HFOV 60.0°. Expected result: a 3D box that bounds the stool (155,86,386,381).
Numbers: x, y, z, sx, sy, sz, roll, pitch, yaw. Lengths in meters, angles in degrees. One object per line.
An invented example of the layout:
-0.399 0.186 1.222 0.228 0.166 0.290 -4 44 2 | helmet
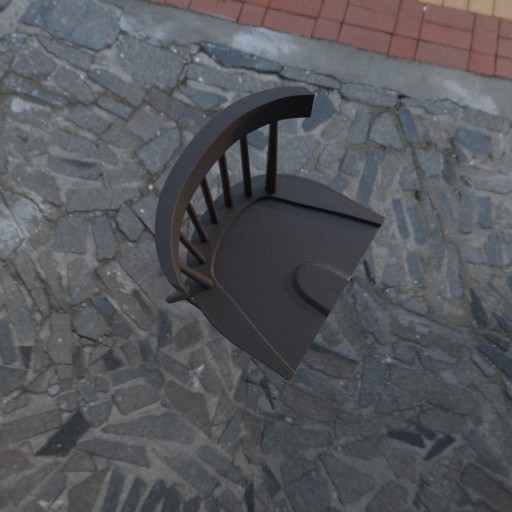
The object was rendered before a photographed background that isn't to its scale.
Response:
0.000 0.000 1.265 0.549 0.953 0.494 31 77 8 | stool
